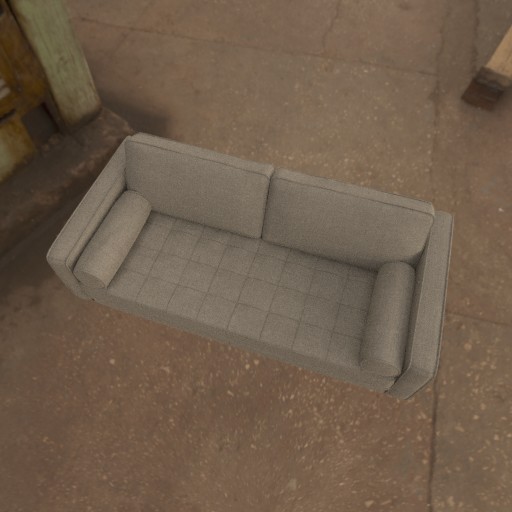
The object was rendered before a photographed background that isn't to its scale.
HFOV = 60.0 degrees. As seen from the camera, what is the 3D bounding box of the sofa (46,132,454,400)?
[{"bbox_3d":[0.000,0.000,2.352,1.879,0.762,0.914,16,59,9],"label":"sofa"}]
